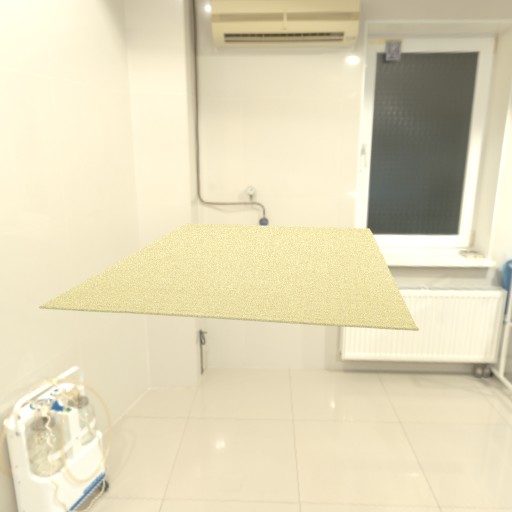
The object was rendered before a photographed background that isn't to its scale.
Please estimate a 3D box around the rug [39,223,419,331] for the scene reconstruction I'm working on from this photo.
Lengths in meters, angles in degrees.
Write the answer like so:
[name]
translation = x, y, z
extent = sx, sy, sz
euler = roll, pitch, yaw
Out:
[rug]
translation = 0.000, 0.000, 4.317
extent = 2.452, 0.016, 3.204
euler = 2, 15, 9
